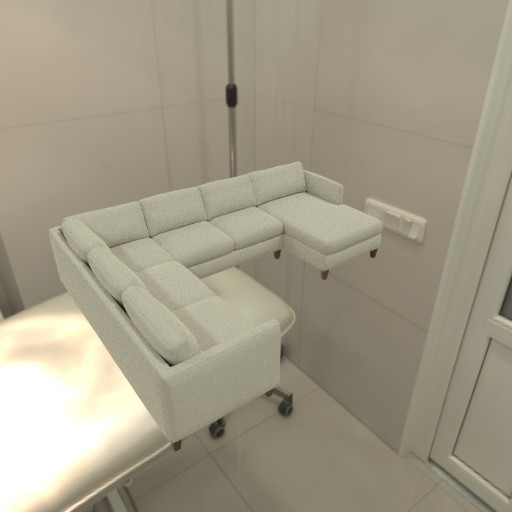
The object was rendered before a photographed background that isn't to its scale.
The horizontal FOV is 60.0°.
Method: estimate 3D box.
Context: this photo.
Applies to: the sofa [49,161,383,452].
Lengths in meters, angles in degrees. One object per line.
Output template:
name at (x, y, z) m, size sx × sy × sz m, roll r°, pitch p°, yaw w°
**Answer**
sofa at (0.000, 0.000, 4.412) m, size 3.238 × 0.853 × 2.551 m, roll -20°, pitch 35°, yaw -31°
